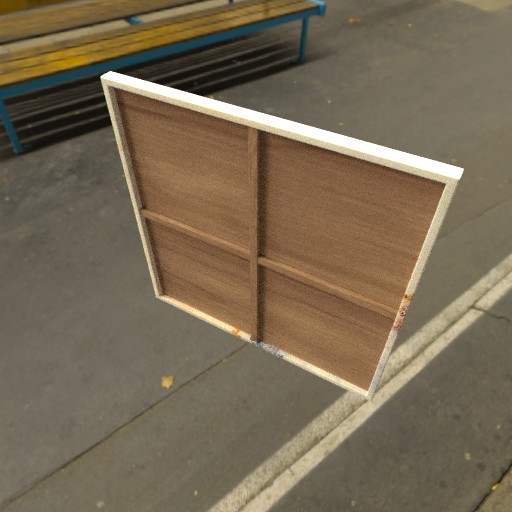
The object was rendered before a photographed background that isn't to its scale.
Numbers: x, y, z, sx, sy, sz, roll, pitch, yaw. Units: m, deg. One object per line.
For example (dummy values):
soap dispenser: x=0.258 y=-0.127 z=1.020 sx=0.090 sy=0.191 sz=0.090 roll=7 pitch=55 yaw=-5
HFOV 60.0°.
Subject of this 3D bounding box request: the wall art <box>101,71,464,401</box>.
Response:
wall art: x=0.000 y=0.000 z=1.301 sx=0.889 sy=0.889 sz=0.038 roll=22 pitch=50 yaw=20
